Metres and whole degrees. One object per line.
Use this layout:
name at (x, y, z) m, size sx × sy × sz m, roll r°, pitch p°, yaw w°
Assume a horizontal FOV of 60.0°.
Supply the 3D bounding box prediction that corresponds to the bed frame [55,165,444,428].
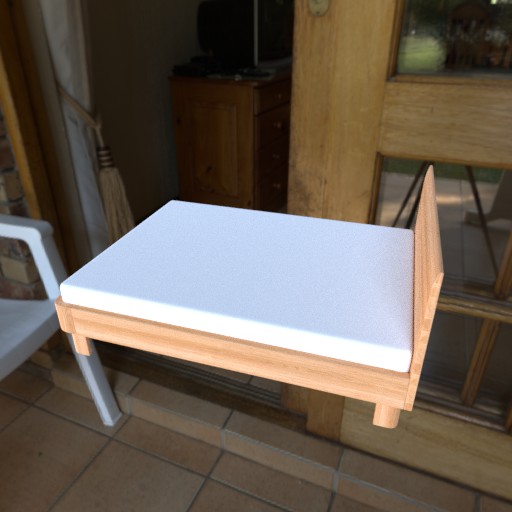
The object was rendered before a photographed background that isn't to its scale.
bed frame at (0.000, 0.000, 2.812) m, size 1.992 × 0.940 × 1.472 m, roll 9°, pitch 30°, yaw 16°
